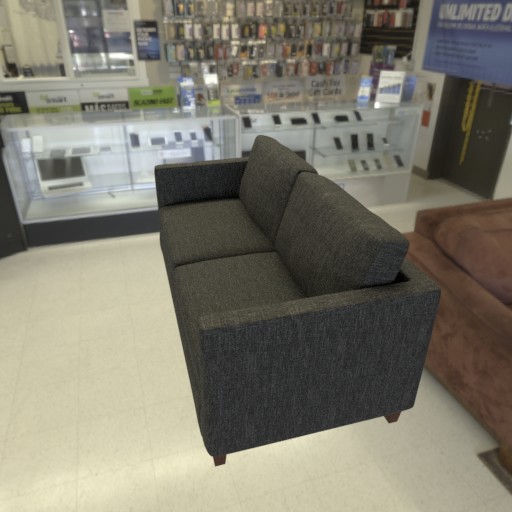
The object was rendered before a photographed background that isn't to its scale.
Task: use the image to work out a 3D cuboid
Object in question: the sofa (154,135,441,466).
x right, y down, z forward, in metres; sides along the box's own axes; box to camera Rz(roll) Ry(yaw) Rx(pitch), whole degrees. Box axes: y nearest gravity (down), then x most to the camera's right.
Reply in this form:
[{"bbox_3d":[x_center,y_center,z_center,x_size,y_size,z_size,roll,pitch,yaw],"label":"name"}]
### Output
[{"bbox_3d":[0.000,0.000,2.449,0.950,0.963,1.884,-8,30,-14],"label":"sofa"}]
